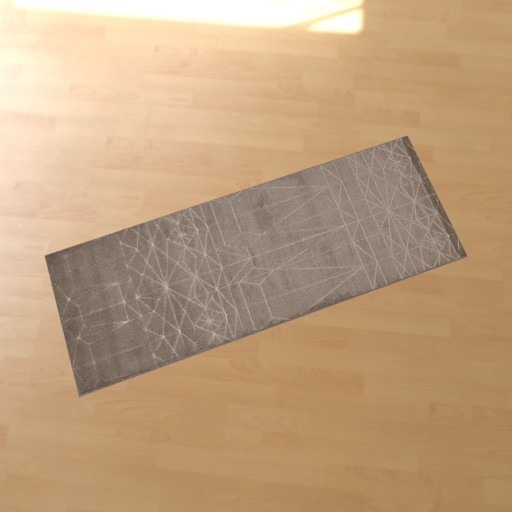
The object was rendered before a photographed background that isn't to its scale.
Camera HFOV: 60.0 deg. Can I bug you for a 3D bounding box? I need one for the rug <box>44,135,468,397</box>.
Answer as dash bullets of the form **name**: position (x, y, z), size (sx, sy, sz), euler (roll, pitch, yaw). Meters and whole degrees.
- **rug**: position (0.000, 0.000, 2.657), size (2.388, 0.012, 0.864), euler (-19, 76, -5)
